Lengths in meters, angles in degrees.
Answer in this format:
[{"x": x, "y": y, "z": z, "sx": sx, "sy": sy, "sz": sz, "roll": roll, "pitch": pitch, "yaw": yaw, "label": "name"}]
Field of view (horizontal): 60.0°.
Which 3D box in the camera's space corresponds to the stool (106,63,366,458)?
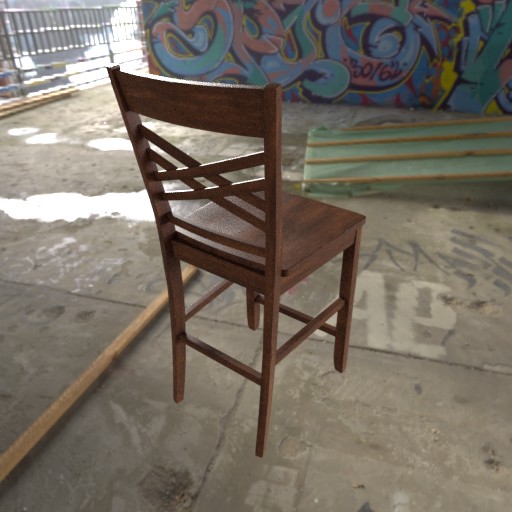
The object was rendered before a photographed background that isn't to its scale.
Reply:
[{"x": 0.000, "y": 0.000, "z": 1.325, "sx": 0.462, "sy": 1.079, "sz": 0.539, "roll": 20, "pitch": 36, "yaw": 31, "label": "stool"}]
